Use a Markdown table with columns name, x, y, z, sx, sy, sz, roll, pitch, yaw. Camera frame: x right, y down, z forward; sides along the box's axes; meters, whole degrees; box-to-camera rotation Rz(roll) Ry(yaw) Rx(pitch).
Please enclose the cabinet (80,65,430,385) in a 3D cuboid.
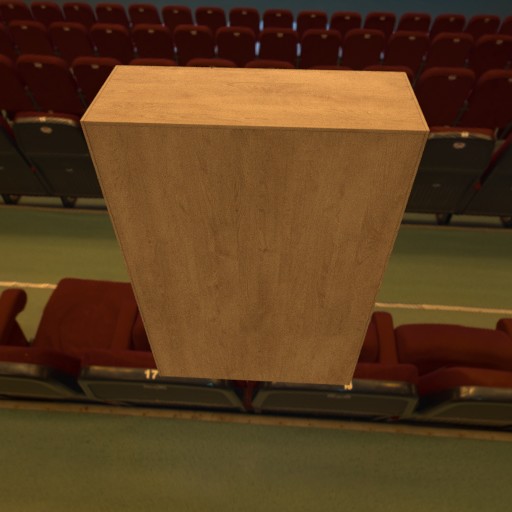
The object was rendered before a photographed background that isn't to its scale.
| name | x | y | z | sx | sy | sz | roll | pitch | yaw |
| --- | --- | --- | --- | --- | --- | --- | --- | --- | --- |
| cabinet | 0.000 | 0.000 | 2.497 | 1.290 | 1.910 | 0.510 | 2 | 46 | 2 |
